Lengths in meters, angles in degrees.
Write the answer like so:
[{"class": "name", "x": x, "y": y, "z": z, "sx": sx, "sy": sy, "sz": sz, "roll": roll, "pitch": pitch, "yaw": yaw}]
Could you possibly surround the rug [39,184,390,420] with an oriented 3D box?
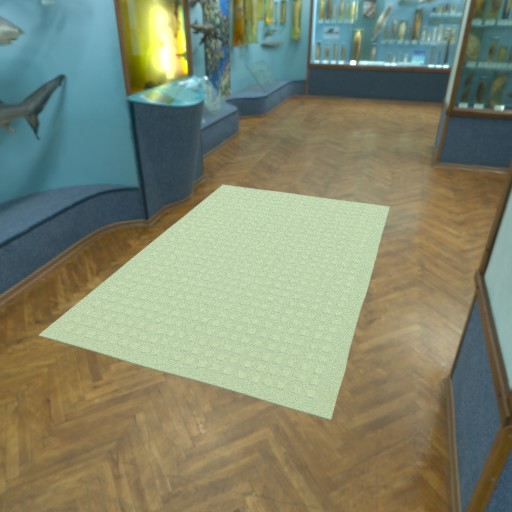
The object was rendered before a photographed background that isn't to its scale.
[{"class": "rug", "x": 0.000, "y": 0.000, "z": 2.242, "sx": 1.143, "sy": 0.006, "sz": 1.747, "roll": 10, "pitch": 31, "yaw": 18}]
